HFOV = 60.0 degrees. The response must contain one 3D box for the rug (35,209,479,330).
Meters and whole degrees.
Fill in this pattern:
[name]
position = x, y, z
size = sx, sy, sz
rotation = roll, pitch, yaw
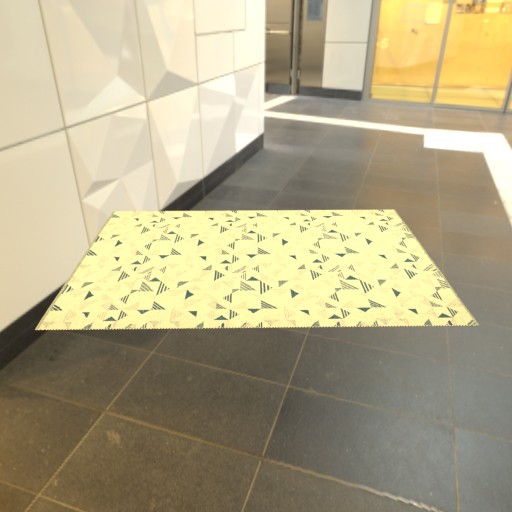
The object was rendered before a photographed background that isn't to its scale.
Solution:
[rug]
position = 0.000, 0.000, 2.346
size = 1.835, 0.003, 1.206
rotation = 0, 29, -1
